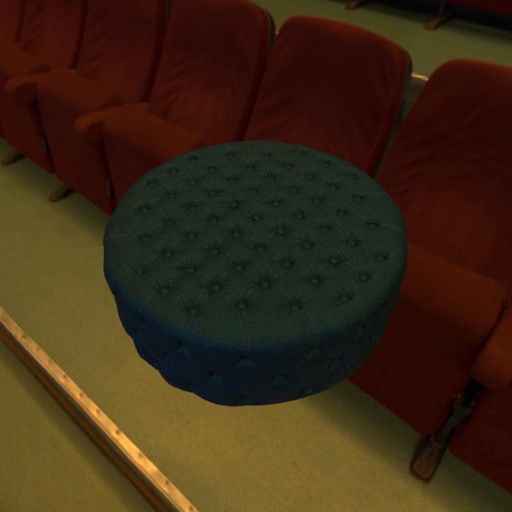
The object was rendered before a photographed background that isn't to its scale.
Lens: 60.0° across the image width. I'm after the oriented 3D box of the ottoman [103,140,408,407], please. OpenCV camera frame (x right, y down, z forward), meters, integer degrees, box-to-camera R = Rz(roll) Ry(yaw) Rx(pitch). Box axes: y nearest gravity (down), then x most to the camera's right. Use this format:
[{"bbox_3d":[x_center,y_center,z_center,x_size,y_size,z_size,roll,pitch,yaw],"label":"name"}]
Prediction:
[{"bbox_3d":[0.000,0.000,1.559,0.998,0.398,0.998,0,46,0],"label":"ottoman"}]
